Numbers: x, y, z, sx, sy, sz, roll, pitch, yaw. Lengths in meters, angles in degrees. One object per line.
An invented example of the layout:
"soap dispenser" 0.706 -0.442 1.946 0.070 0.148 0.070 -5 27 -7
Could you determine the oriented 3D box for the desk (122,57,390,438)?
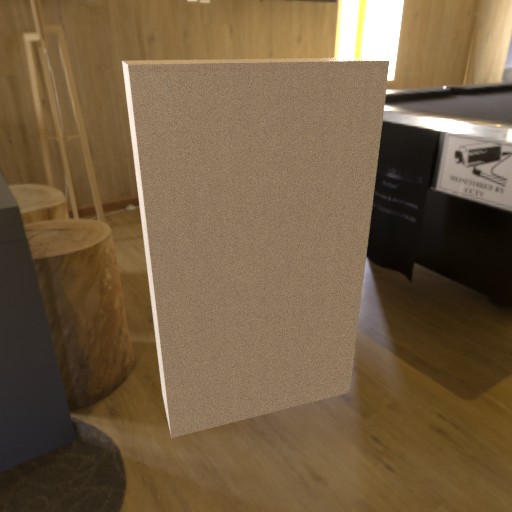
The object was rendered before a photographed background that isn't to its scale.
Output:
"desk" 0.000 0.000 1.585 0.750 1.280 0.250 -8 27 -17
